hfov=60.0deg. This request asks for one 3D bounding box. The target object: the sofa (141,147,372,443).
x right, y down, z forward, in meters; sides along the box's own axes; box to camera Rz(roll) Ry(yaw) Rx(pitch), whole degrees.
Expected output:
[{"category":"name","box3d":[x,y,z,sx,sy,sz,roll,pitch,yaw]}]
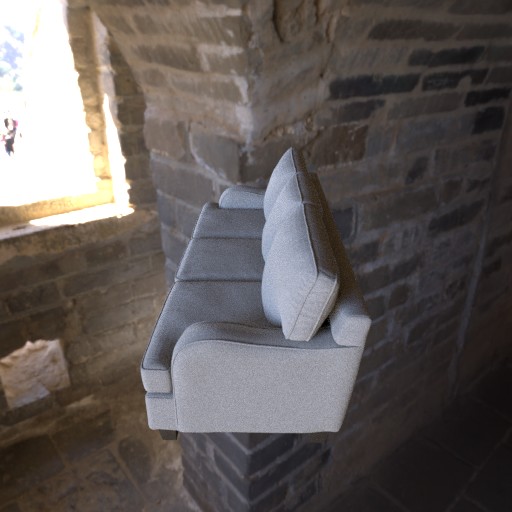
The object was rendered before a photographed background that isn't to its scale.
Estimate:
[{"category":"sofa","box3d":[0.000,0.000,2.975,1.016,0.997,2.323,1,26,1]}]
